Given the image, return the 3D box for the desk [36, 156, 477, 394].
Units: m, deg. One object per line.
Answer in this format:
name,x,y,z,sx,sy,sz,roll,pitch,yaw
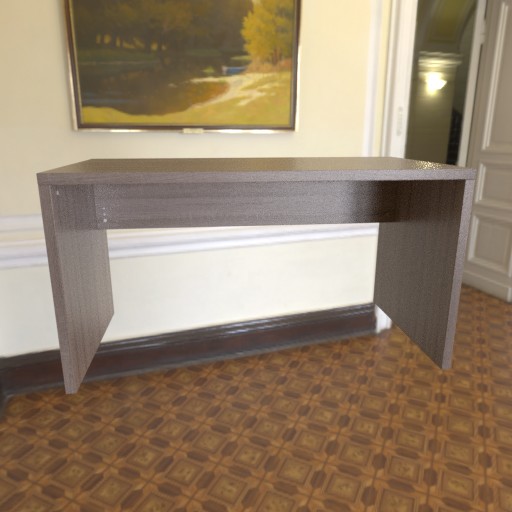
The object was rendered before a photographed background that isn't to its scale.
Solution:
desk,0.000,0.000,1.809,1.380,0.745,0.690,-2,16,-6
